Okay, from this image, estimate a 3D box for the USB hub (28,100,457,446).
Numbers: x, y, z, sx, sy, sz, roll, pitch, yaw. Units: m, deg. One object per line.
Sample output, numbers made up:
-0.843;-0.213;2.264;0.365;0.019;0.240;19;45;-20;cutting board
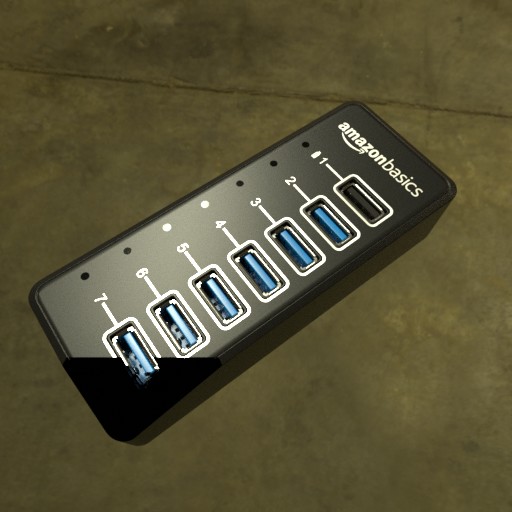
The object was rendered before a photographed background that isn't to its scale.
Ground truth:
0.000;0.000;0.124;0.110;0.023;0.044;-33;68;-16;USB hub
